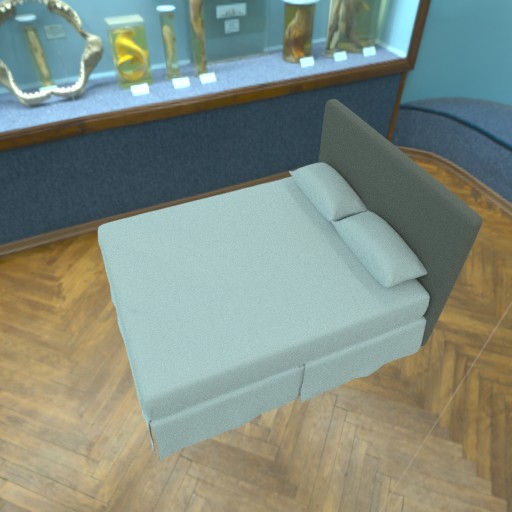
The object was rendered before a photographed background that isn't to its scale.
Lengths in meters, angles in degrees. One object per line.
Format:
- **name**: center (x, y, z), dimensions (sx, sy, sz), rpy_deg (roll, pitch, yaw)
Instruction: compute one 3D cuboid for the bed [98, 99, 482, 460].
- **bed**: center (0.000, 0.000, 3.219), dimensions (2.142, 1.330, 1.748), rpy_deg (-16, 47, -16)
